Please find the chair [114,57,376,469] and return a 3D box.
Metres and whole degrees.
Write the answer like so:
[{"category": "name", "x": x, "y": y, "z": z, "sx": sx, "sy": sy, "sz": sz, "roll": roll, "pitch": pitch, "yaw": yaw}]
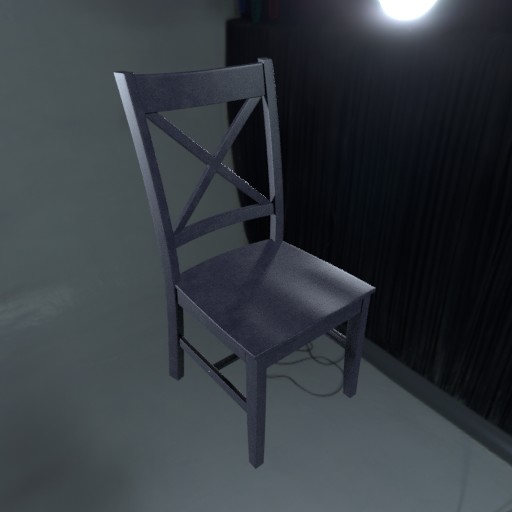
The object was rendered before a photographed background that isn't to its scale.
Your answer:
[{"category": "chair", "x": 0.000, "y": 0.000, "z": 1.283, "sx": 0.485, "sy": 0.983, "sz": 0.542, "roll": -22, "pitch": 37, "yaw": -33}]
